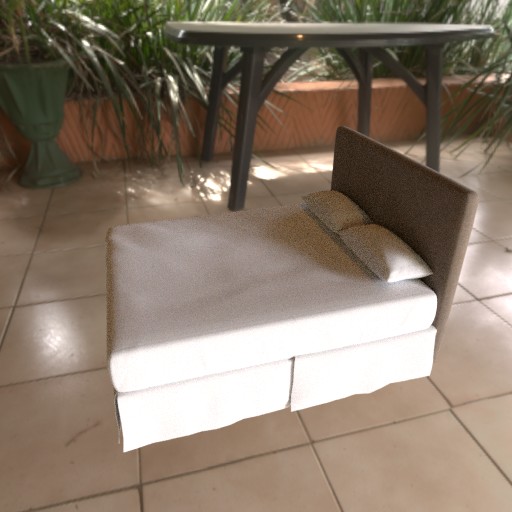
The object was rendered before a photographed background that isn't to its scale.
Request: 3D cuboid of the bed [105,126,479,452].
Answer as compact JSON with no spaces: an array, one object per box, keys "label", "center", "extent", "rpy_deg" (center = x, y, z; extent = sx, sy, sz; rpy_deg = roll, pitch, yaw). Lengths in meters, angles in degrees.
[{"label":"bed","center":[0.000,0.000,3.140],"extent":[2.142,1.330,1.723],"rpy_deg":[-8,30,-14]}]
